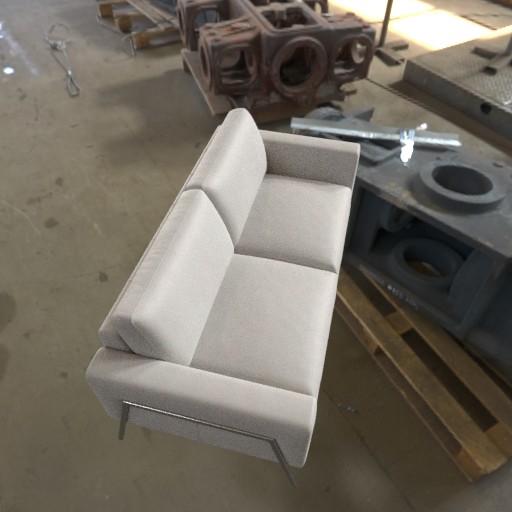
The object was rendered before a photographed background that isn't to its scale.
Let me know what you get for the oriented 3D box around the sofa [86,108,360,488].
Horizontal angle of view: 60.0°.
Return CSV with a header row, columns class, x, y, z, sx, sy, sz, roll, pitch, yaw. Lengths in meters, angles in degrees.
class,x,y,z,sx,sy,sz,roll,pitch,yaw
sofa,0.000,0.000,2.513,0.953,0.875,2.017,11,48,10
